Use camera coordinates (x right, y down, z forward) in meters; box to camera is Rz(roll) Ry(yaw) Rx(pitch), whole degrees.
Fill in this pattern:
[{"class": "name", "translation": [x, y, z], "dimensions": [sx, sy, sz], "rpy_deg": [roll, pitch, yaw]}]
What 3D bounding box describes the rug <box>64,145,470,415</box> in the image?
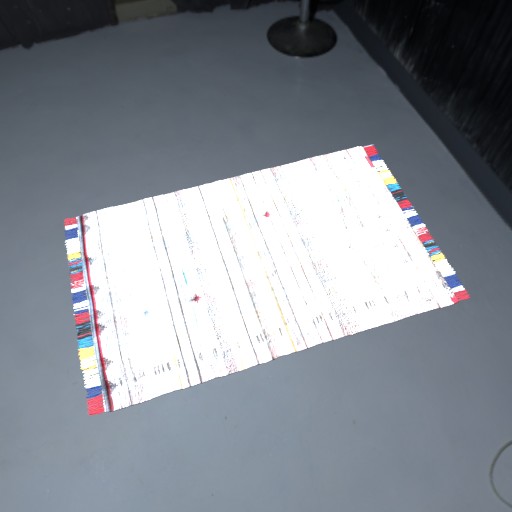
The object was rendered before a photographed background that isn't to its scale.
[{"class": "rug", "translation": [0.000, 0.000, 3.021], "dimensions": [2.465, 0.012, 1.465], "rpy_deg": [-15, 60, -9]}]
